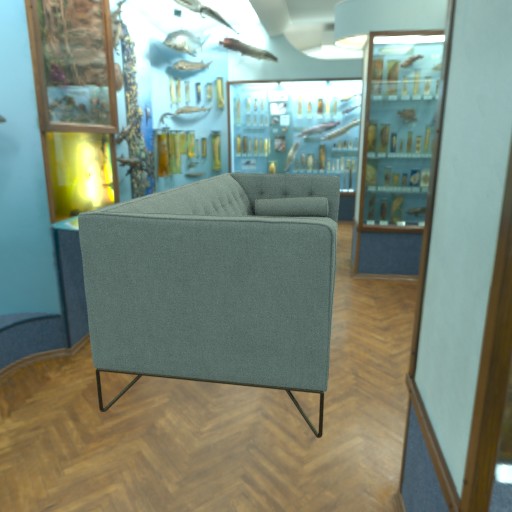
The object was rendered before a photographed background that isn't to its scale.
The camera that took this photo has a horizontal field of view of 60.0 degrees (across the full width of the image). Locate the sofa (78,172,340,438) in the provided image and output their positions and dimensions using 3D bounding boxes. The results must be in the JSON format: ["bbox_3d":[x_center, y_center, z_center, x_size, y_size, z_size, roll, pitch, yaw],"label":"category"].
[{"bbox_3d":[0.000,0.000,2.544,0.912,0.798,2.079,3,15,10],"label":"sofa"}]
